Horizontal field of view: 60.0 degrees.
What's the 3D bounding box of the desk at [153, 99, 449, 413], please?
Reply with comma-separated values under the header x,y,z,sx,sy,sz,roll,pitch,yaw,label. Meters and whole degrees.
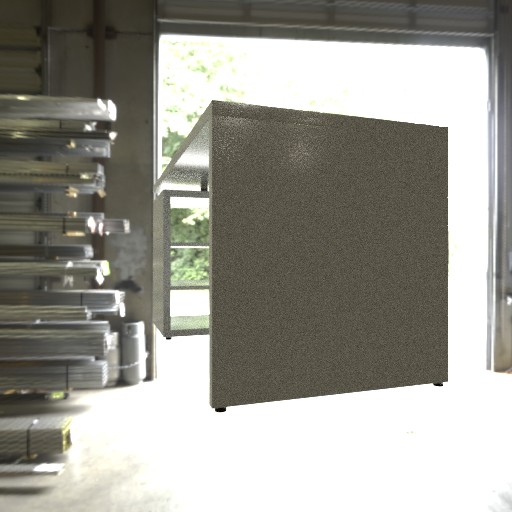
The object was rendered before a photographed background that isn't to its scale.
x,y,z,sx,sy,sz,roll,pitch,yaw,label
0.000,0.000,1.816,0.690,0.740,1.400,0,0,-19,desk
